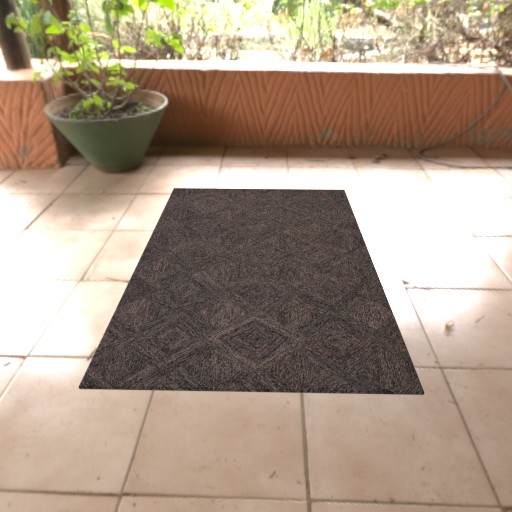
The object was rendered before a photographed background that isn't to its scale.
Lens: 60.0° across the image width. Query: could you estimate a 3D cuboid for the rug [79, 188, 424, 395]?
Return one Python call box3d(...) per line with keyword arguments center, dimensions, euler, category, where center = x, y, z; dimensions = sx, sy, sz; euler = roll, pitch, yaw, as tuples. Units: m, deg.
box3d(center=(0.000, 0.000, 2.907), dimensions=(1.501, 0.017, 2.298), euler=(1, 31, 1), category="rug")
